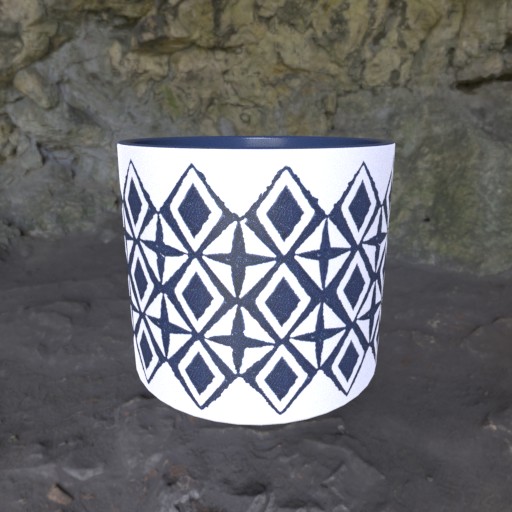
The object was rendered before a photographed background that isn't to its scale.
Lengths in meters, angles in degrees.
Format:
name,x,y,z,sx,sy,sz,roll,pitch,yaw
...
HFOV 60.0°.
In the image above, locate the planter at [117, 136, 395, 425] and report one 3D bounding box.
name,x,y,z,sx,sy,sz,roll,pitch,yaw
planter,0.000,0.000,0.324,0.182,0.165,0.182,0,17,0
